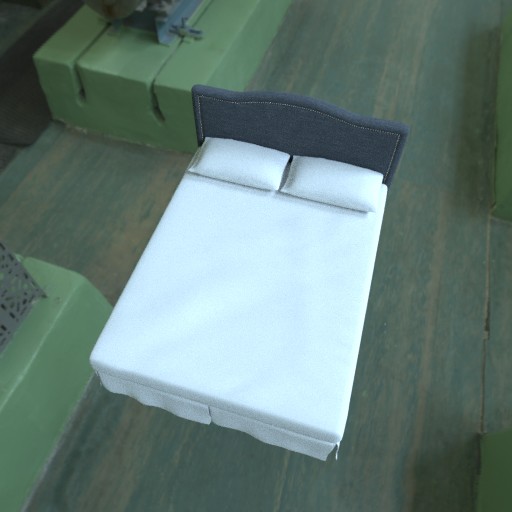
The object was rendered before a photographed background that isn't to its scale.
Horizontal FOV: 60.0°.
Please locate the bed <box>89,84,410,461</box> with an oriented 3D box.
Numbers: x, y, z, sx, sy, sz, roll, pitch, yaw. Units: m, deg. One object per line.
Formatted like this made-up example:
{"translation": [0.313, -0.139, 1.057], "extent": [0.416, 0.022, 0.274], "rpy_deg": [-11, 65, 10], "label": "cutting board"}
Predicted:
{"translation": [0.000, 0.000, 3.907], "extent": [2.161, 1.457, 2.689], "rpy_deg": [14, 58, 9], "label": "bed"}
